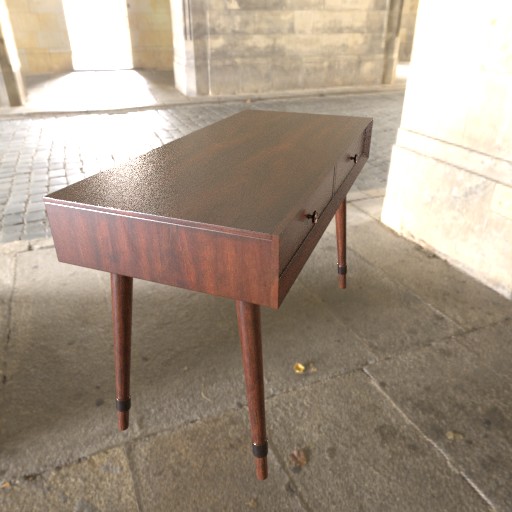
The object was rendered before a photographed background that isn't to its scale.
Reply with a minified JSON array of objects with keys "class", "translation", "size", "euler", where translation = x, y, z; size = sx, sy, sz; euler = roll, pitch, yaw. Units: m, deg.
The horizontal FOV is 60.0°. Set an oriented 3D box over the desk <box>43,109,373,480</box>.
[{"class":"desk","translation":[0.000,0.000,2.073],"size":[0.734,1.031,1.577],"euler":[10,30,19]}]
